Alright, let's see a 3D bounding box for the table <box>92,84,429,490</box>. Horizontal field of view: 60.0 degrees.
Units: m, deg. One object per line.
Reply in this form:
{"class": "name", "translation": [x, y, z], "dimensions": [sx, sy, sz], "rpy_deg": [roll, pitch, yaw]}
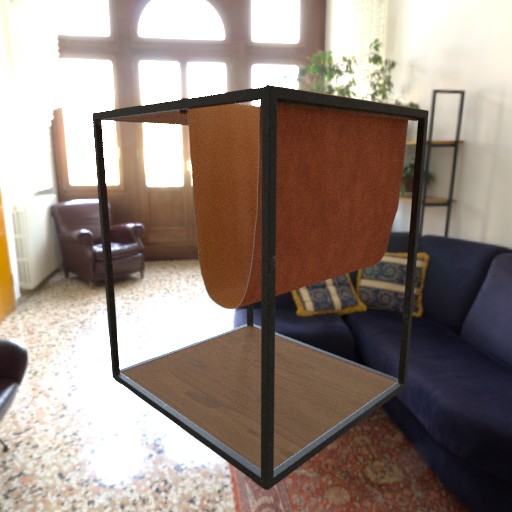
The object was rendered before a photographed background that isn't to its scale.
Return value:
{"class": "table", "translation": [0.000, 0.000, 0.847], "dimensions": [0.399, 0.536, 0.450], "rpy_deg": [-12, 18, -43]}
